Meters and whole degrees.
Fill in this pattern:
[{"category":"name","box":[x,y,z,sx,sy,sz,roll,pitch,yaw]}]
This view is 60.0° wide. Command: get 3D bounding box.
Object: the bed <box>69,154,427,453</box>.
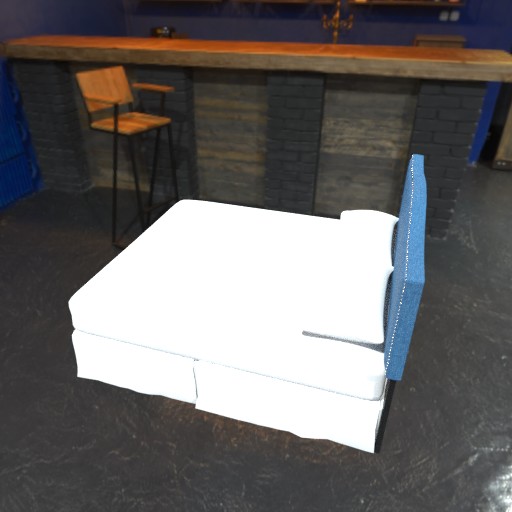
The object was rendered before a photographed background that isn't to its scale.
[{"category":"bed","box":[0.000,0.000,2.859,1.872,1.169,1.610,9,33,15]}]
